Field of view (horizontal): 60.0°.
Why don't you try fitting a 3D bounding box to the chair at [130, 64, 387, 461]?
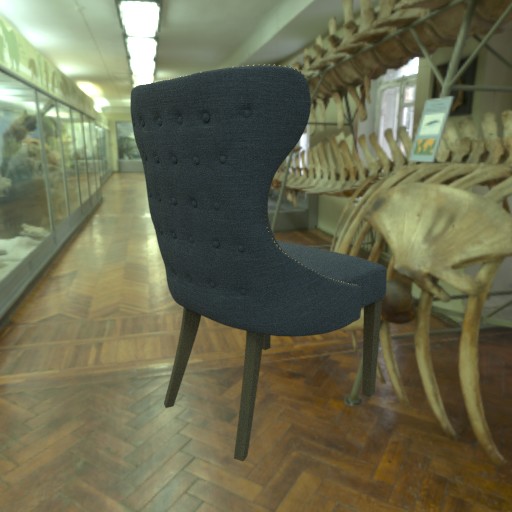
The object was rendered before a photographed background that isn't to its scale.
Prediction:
[{"bbox_3d":[0.000,0.000,1.332,0.635,0.967,0.628,-13,19,-43],"label":"chair"}]
